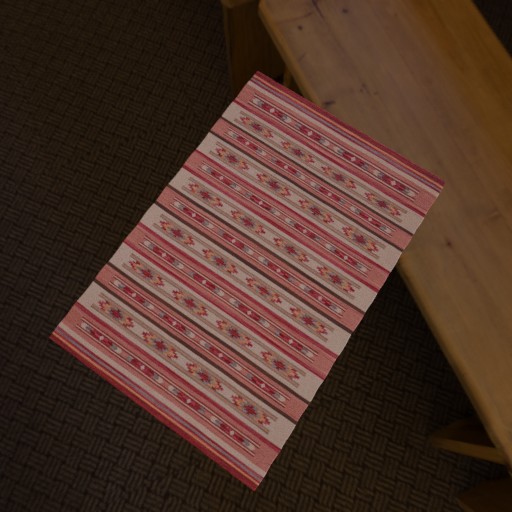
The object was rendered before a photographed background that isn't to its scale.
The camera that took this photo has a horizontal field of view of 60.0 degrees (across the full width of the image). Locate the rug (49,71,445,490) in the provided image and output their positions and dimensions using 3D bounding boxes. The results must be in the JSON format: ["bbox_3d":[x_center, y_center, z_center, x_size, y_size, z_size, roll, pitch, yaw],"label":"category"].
[{"bbox_3d":[0.000,0.000,2.268,1.223,0.008,1.817,33,78,8],"label":"rug"}]
